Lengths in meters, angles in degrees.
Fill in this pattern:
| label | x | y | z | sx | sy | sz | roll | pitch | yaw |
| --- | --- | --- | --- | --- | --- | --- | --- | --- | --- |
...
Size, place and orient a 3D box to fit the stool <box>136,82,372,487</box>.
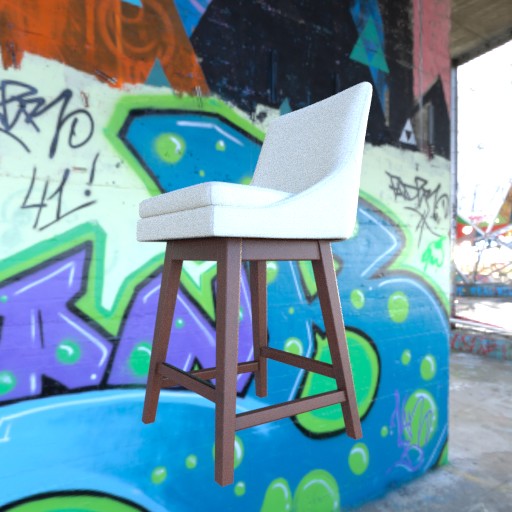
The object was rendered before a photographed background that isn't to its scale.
| label | x | y | z | sx | sy | sz | roll | pitch | yaw |
| --- | --- | --- | --- | --- | --- | --- | --- | --- | --- |
| stool | 0.000 | 0.000 | 1.290 | 0.559 | 0.991 | 0.469 | 0 | 0 | -36 |
